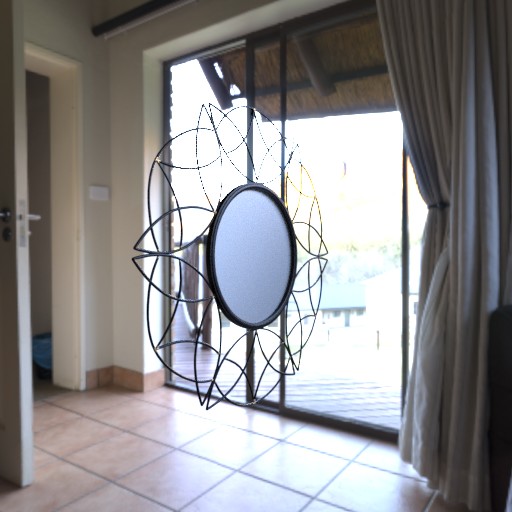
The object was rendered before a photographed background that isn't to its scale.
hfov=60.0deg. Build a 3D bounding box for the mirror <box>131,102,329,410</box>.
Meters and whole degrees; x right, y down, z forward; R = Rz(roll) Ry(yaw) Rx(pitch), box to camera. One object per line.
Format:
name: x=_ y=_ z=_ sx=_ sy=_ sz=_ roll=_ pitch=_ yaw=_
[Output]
mirror: x=0.000 y=0.000 z=1.158 sx=0.028 sy=0.775 sz=0.797 roll=0 pitch=0 yaw=36
